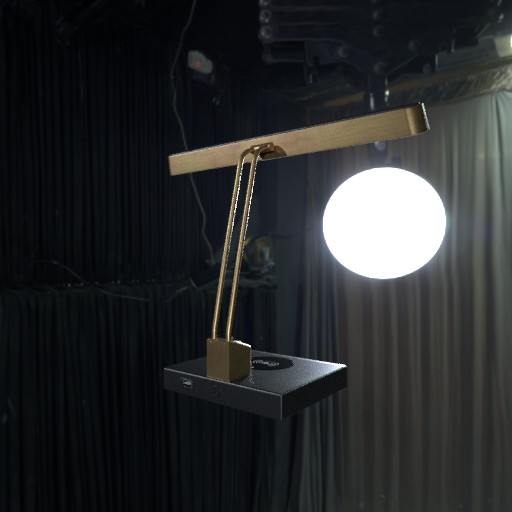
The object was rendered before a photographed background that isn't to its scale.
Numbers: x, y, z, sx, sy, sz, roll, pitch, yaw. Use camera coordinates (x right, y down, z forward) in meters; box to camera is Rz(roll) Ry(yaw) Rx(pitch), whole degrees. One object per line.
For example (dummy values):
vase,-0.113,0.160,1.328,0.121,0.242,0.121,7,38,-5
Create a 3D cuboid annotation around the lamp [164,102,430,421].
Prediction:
lamp,0.000,0.000,0.579,0.412,0.345,0.156,0,0,38
